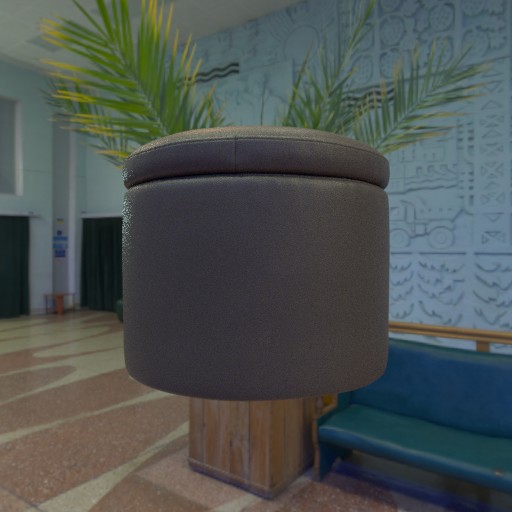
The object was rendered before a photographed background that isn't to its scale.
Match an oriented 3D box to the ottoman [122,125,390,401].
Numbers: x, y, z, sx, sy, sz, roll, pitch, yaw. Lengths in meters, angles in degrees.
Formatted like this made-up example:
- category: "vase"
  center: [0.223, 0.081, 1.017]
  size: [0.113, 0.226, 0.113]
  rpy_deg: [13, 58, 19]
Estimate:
- category: "ottoman"
  center: [0.000, 0.000, 0.865]
  size: [0.500, 0.409, 0.500]
  rpy_deg: [0, 1, 0]
